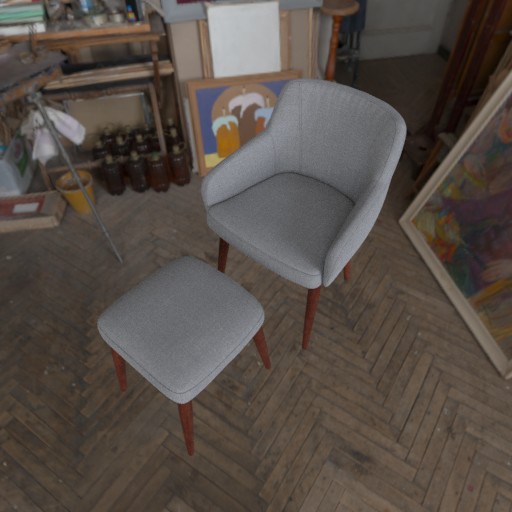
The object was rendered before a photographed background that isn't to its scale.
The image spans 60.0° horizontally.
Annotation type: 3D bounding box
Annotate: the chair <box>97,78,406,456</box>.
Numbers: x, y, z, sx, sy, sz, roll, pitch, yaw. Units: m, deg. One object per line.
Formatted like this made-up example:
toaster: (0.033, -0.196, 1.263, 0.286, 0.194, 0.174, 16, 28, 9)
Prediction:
chair: (0.000, 0.000, 1.537, 0.584, 0.799, 1.107, 32, 55, 26)
